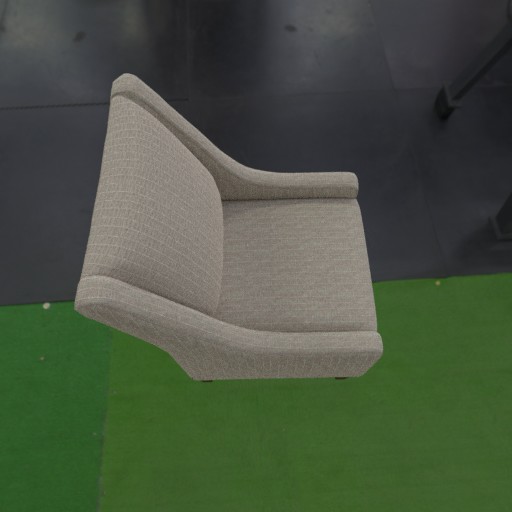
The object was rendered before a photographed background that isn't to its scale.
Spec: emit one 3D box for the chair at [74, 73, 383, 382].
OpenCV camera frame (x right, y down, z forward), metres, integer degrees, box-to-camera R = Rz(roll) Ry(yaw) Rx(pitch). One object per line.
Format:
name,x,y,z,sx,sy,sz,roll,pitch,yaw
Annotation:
chair,0.000,0.000,1.617,0.870,1.014,0.774,-1,63,-1
